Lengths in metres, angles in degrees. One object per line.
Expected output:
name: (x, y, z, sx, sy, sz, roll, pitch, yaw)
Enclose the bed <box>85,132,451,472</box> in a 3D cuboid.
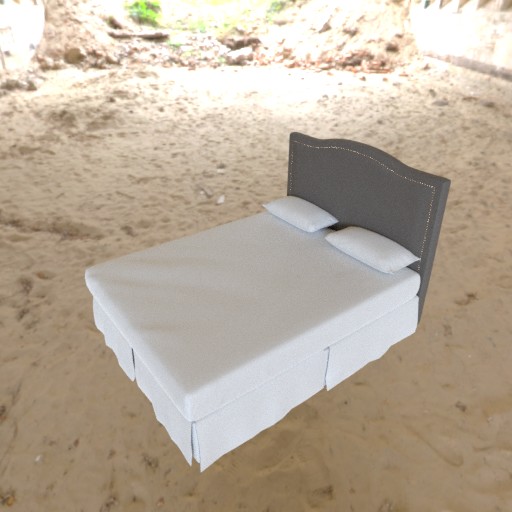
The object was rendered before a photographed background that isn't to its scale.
bed: (0.000, 0.000, 3.509, 2.282, 1.436, 1.821, -21, 36, -31)
